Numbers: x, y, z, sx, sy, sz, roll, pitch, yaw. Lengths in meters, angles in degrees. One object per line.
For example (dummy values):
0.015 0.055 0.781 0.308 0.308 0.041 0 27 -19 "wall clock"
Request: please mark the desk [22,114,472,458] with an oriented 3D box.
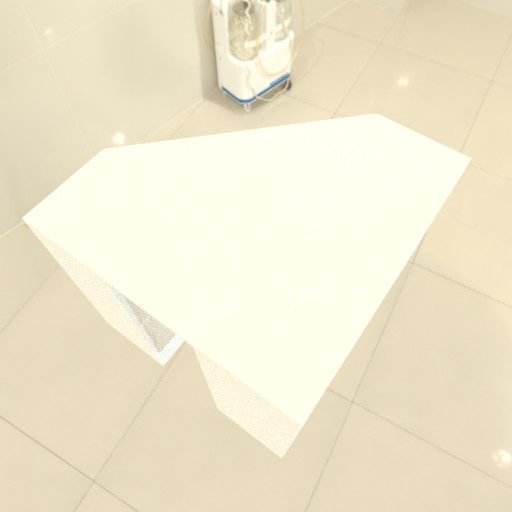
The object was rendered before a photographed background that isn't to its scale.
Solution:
0.000 0.000 1.641 0.926 0.818 0.940 32 66 17 "desk"
